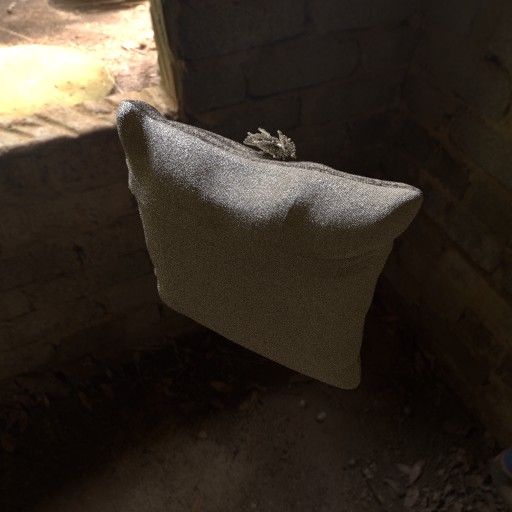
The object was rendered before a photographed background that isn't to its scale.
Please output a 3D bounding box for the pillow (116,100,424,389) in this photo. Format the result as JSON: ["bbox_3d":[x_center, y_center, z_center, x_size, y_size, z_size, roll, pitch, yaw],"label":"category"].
[{"bbox_3d":[0.000,0.000,0.796,0.484,0.490,0.234,23,51,20],"label":"pillow"}]
